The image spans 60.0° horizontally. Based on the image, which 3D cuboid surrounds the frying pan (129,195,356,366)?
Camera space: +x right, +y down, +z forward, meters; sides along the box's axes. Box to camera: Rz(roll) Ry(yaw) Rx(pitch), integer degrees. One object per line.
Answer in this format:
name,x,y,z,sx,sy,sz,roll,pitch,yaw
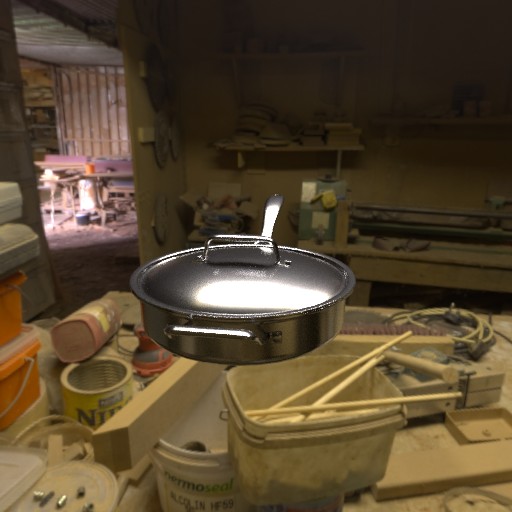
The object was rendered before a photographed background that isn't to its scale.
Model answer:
frying pan,0.000,0.000,0.662,0.280,0.114,0.561,3,17,9
